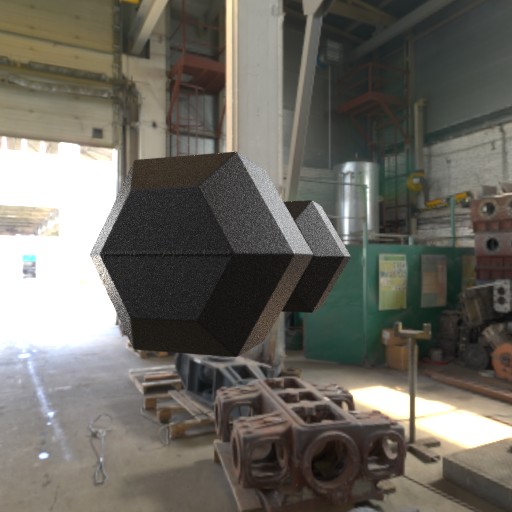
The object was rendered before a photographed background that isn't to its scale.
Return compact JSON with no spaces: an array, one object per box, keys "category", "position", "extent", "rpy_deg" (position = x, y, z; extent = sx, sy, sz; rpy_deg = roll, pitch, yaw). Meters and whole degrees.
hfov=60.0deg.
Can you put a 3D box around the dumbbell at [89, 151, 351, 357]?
[{"category":"dumbbell","position":[0.000,0.000,0.412],"extent":[0.142,0.123,0.337],"rpy_deg":[0,0,18]}]
